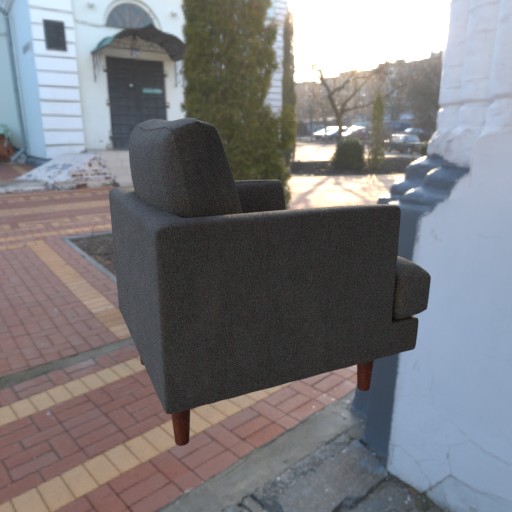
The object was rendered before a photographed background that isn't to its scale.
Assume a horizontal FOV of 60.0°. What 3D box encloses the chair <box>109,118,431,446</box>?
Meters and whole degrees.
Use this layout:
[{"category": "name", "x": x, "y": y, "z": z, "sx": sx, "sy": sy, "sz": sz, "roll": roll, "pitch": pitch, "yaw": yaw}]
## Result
[{"category": "chair", "x": 0.000, "y": 0.000, "z": 1.622, "sx": 0.899, "sy": 0.957, "sz": 0.858, "roll": -7, "pitch": 17, "yaw": -24}]
